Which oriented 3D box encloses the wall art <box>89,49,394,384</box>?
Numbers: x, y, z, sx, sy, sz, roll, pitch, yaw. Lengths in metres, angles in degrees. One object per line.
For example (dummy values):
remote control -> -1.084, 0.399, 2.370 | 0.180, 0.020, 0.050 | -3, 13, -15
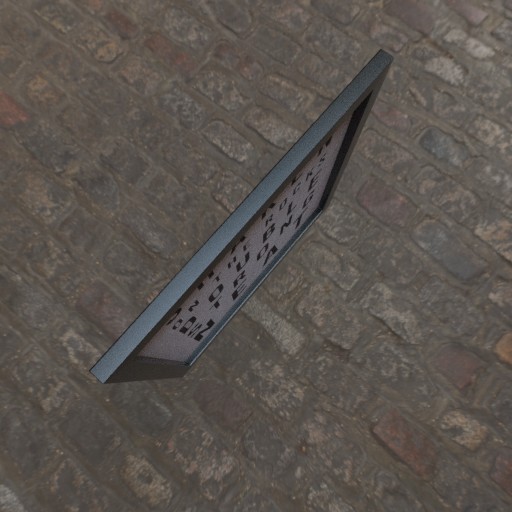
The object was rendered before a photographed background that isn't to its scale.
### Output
wall art -> 0.000, 0.000, 0.514 | 0.014, 0.349, 0.349 | 39, 79, 9
